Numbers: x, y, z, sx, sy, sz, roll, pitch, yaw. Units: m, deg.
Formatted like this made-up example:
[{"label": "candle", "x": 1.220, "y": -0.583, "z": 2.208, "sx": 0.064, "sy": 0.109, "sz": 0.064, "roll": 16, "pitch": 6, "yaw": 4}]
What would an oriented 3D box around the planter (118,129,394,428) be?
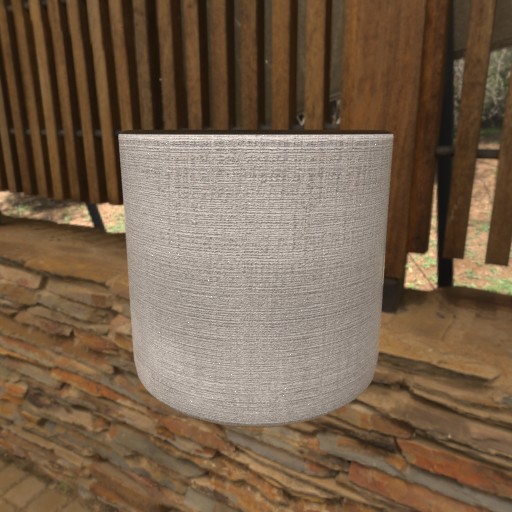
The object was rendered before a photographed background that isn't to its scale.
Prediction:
[{"label": "planter", "x": 0.000, "y": 0.000, "z": 0.285, "sx": 0.160, "sy": 0.156, "sz": 0.160, "roll": 0, "pitch": 16, "yaw": 0}]
